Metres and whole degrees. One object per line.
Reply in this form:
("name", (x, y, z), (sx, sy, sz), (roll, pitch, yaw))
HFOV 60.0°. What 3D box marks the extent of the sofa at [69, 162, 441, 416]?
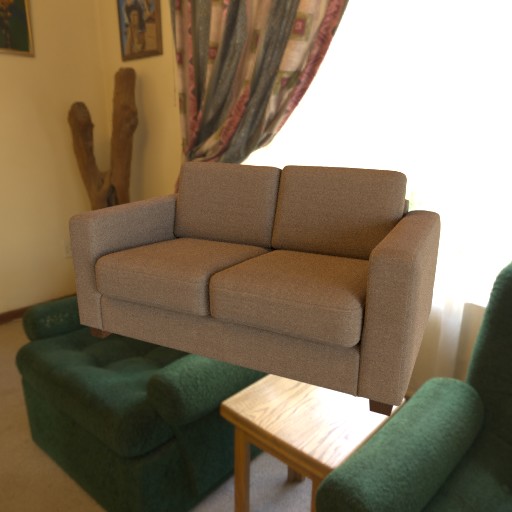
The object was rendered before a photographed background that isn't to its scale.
("sofa", (0.000, 0.000, 2.067), (1.520, 0.800, 0.900), (8, 18, 25))
